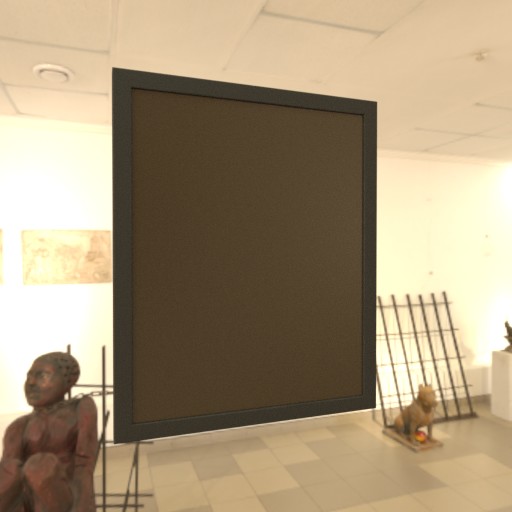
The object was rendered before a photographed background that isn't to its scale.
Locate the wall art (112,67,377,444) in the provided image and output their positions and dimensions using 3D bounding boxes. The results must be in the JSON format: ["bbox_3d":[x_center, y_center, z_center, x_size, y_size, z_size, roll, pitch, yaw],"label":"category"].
[{"bbox_3d":[0.000,0.000,0.742,0.457,0.558,0.028,0,1,-19],"label":"wall art"}]
